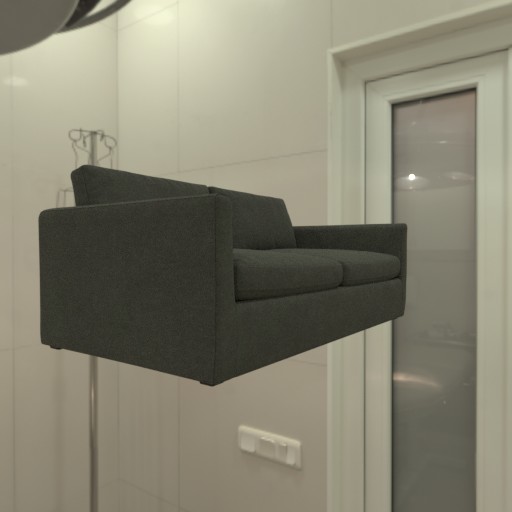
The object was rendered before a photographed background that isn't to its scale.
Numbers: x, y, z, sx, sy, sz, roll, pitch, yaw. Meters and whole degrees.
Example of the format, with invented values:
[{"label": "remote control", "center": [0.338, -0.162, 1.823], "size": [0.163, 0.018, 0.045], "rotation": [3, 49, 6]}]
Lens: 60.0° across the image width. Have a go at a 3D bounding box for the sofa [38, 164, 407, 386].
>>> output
[{"label": "sofa", "center": [0.000, 0.000, 2.466], "size": [1.091, 0.845, 1.909], "rotation": [0, 1, 36]}]
